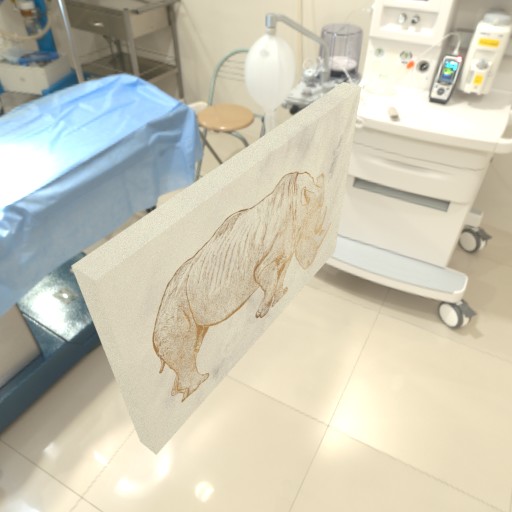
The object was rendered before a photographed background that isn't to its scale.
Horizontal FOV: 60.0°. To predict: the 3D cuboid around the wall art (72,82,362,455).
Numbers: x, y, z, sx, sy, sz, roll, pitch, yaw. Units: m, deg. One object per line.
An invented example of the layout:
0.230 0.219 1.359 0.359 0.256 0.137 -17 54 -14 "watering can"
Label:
0.000 0.000 0.775 0.038 0.407 0.609 26 49 25 "wall art"
